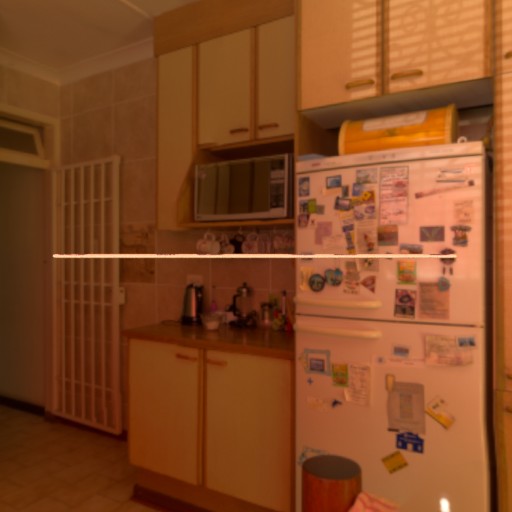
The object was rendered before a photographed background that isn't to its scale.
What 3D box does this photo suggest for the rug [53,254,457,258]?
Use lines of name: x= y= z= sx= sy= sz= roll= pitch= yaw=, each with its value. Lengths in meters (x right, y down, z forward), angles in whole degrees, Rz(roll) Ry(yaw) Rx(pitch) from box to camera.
rug: x=0.000 y=0.000 z=3.868 sx=2.211 sy=0.021 sz=2.910 roll=0 pitch=0 yaw=0
